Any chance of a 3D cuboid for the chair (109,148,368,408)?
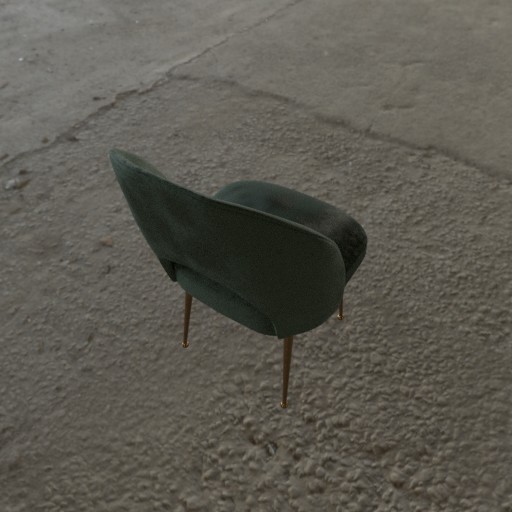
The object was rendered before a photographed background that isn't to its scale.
[{"bbox_3d":[0.000,0.000,1.211,0.527,0.860,0.577,25,51,22],"label":"chair"}]
